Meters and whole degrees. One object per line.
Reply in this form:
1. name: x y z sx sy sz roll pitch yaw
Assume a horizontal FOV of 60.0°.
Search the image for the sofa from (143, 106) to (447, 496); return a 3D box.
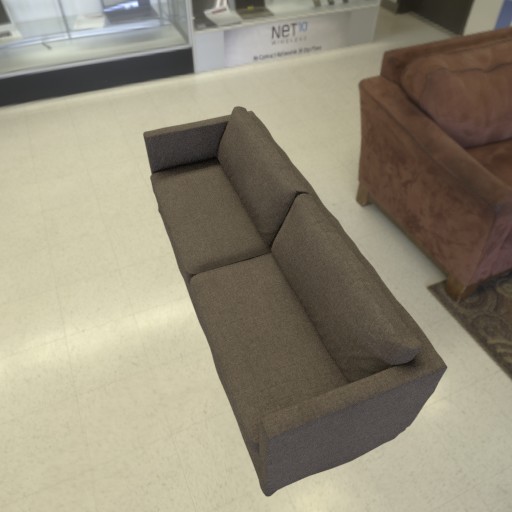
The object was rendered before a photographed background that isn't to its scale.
1. sofa: 0.000 0.000 3.221 1.036 0.998 2.779 -16 49 -14
